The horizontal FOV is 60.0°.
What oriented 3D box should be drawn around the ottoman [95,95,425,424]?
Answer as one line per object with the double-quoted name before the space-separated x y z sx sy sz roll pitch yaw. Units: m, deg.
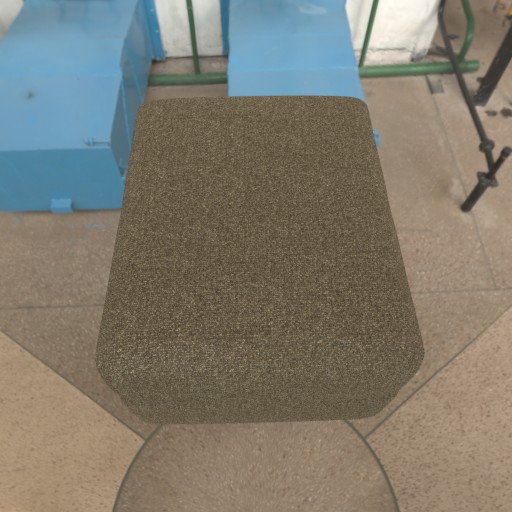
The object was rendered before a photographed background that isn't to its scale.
"ottoman" 0.000 0.000 1.105 0.598 0.476 0.742 -1 58 -1
